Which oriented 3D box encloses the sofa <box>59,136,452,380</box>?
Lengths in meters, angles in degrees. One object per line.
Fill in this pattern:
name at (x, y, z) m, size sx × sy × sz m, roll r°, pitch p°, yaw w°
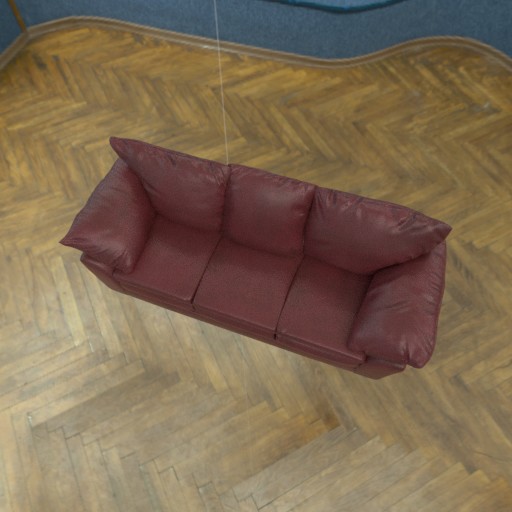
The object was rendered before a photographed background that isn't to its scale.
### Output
sofa at (0.000, 0.000, 2.995) m, size 2.390 × 1.091 × 0.907 m, roll 17°, pitch 61°, yaw 10°
